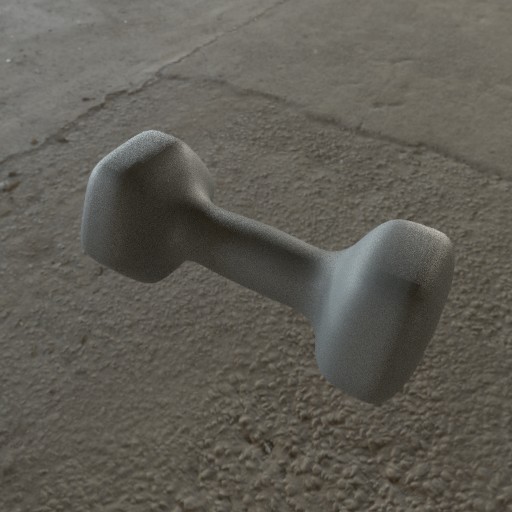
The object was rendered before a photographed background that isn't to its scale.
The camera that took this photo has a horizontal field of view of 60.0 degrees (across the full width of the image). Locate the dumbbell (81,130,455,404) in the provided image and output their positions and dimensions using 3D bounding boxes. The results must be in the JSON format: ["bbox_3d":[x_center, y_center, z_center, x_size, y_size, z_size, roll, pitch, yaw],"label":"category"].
[{"bbox_3d":[0.000,0.000,0.230,0.184,0.081,0.090,24,51,21],"label":"dumbbell"}]
